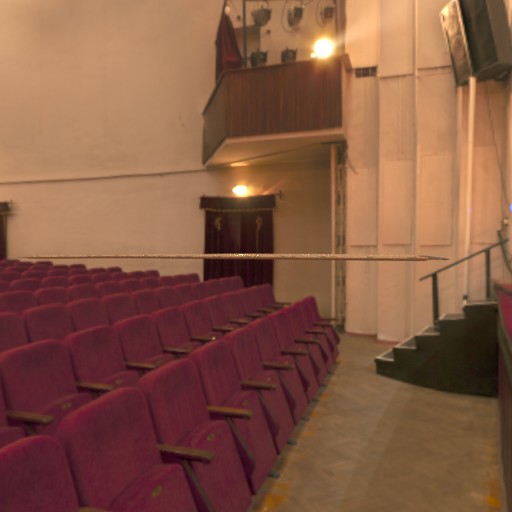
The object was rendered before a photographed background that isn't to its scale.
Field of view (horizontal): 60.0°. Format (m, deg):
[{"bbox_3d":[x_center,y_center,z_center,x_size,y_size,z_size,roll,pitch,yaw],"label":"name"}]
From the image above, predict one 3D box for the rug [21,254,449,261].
[{"bbox_3d":[0.000,0.000,4.774,3.585,0.036,2.892,0,1,18],"label":"rug"}]
